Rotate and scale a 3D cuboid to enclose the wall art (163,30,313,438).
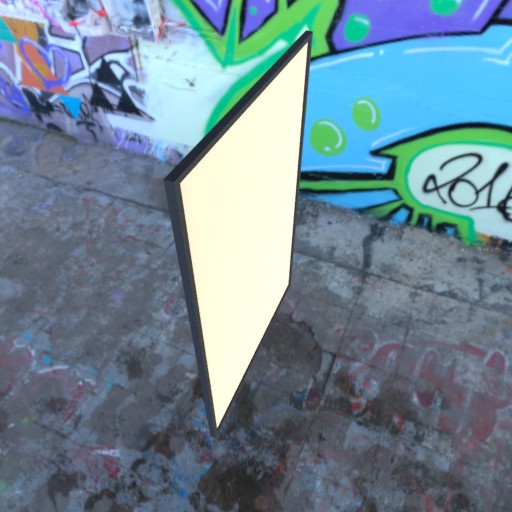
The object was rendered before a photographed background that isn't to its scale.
[{"bbox_3d":[0.000,0.000,0.841,0.013,0.660,0.460,17,48,16],"label":"wall art"}]
